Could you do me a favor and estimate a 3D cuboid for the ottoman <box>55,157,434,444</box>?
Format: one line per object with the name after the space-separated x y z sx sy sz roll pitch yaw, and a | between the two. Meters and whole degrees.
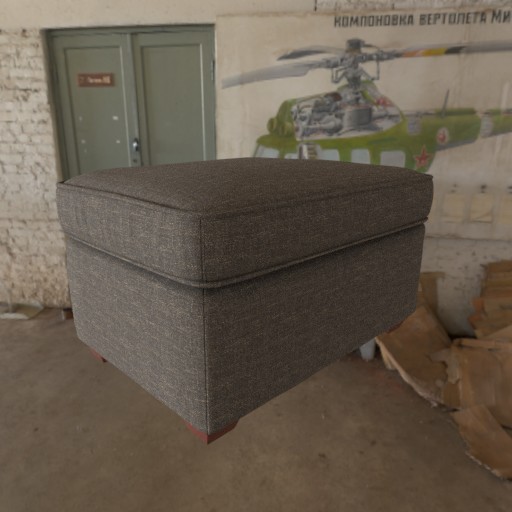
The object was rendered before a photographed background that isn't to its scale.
0.000 0.000 1.064 0.749 0.450 0.549 -15 22 -42 | ottoman
